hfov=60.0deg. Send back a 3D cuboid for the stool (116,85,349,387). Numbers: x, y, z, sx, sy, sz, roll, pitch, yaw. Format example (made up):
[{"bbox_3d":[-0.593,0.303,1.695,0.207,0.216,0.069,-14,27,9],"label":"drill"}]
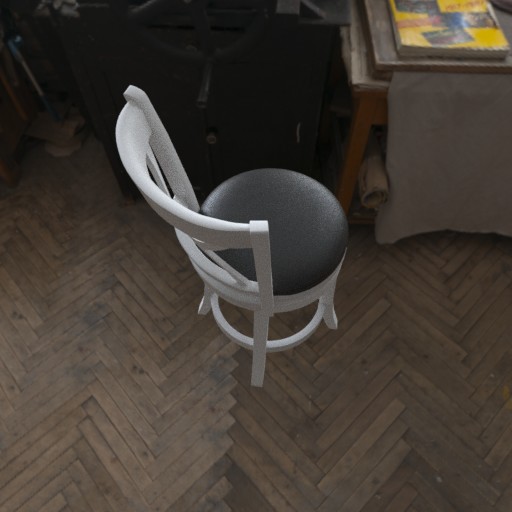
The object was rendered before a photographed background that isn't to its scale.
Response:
[{"bbox_3d":[0.000,0.000,1.218,0.508,0.953,0.444,-32,63,-19],"label":"stool"}]
